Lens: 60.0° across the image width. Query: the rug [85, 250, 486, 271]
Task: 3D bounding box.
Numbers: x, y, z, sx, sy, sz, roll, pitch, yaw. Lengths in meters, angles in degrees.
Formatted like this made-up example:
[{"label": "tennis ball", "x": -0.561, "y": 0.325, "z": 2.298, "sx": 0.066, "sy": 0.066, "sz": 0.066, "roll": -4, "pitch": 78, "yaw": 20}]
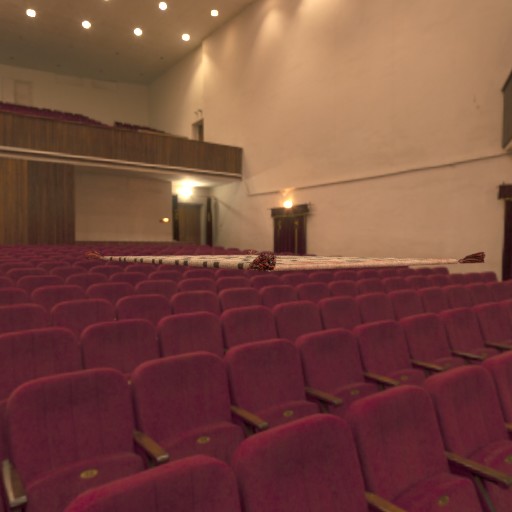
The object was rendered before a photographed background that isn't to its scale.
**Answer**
[{"label": "rug", "x": 0.000, "y": 0.000, "z": 2.628, "sx": 1.444, "sy": 0.067, "sz": 2.069, "roll": -1, "pitch": 1, "yaw": -36}]
